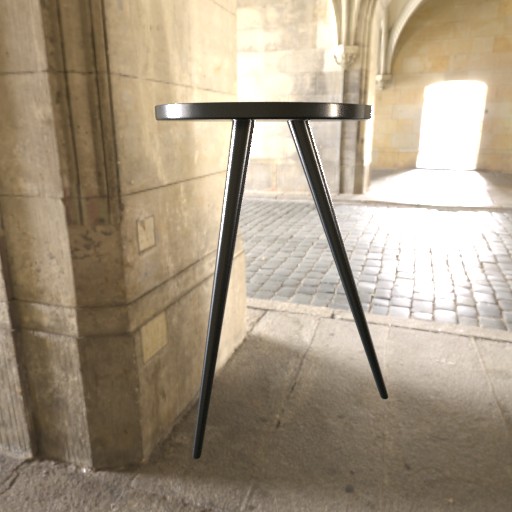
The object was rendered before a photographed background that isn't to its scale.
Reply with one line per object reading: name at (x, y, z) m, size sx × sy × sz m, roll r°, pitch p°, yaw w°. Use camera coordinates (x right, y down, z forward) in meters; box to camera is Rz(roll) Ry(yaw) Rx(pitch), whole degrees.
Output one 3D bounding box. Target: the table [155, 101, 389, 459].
table at (0.000, 0.000, 0.863) m, size 0.403 × 0.548 × 0.415 m, roll -9°, pitch 18°, yaw -27°
